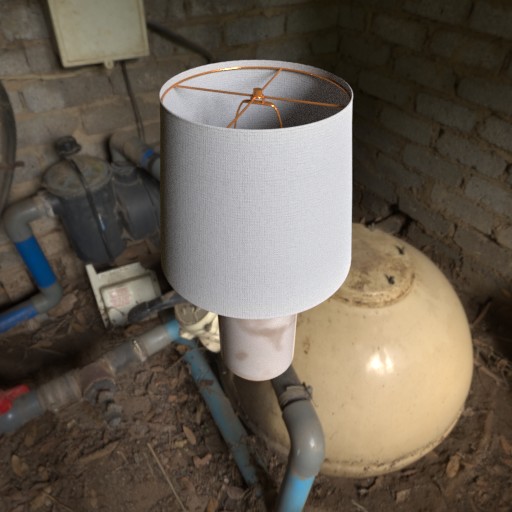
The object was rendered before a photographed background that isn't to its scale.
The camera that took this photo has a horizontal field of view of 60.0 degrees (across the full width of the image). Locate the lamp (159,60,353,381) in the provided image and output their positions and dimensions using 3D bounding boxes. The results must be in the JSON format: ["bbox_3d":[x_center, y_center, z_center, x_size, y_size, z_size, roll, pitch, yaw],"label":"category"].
[{"bbox_3d":[0.000,0.000,0.454,0.189,0.340,0.189,0,40,0],"label":"lamp"}]
